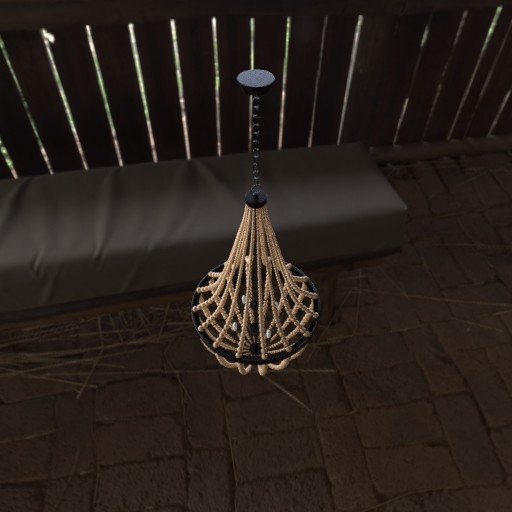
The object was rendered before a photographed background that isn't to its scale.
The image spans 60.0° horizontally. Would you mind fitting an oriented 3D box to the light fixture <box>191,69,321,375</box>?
[{"bbox_3d":[0.000,0.000,1.367,0.450,1.133,0.450,0,48,0],"label":"light fixture"}]
